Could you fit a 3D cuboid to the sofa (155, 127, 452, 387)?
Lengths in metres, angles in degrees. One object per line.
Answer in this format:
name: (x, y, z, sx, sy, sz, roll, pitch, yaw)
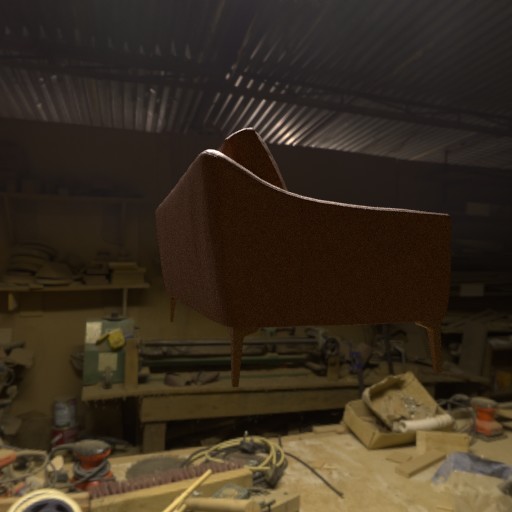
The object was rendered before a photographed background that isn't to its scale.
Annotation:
sofa: (0.000, 0.000, 2.529, 0.981, 0.945, 2.036, 0, -1, -18)
